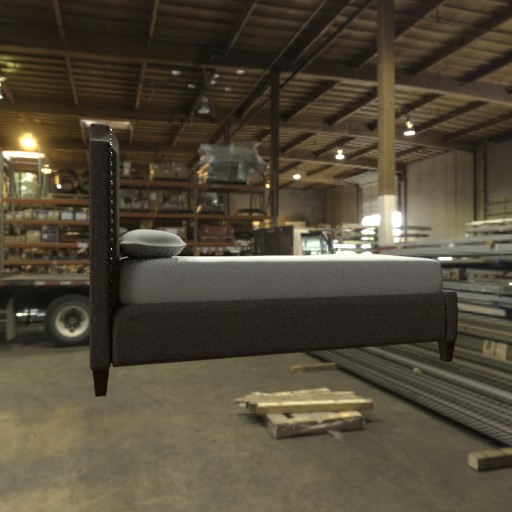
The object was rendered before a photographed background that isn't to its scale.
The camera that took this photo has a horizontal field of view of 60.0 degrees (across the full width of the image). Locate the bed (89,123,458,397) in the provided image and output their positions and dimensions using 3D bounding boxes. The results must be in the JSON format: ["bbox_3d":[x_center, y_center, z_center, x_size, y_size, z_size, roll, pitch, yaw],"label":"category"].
[{"bbox_3d":[0.000,0.000,3.454,2.381,1.457,1.713,0,0,-19],"label":"bed"}]
